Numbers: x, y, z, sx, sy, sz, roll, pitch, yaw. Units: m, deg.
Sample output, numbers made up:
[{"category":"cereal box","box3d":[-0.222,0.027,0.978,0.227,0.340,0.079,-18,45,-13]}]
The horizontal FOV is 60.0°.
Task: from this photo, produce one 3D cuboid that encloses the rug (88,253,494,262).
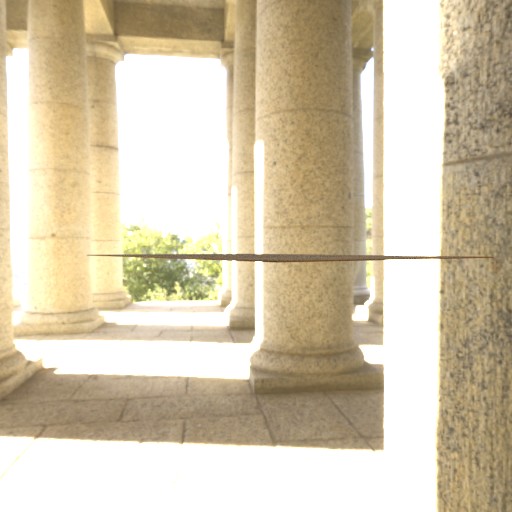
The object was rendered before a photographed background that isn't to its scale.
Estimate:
[{"category":"rug","box3d":[0.000,0.000,2.926,1.525,0.007,2.336,-1,1,-36]}]
